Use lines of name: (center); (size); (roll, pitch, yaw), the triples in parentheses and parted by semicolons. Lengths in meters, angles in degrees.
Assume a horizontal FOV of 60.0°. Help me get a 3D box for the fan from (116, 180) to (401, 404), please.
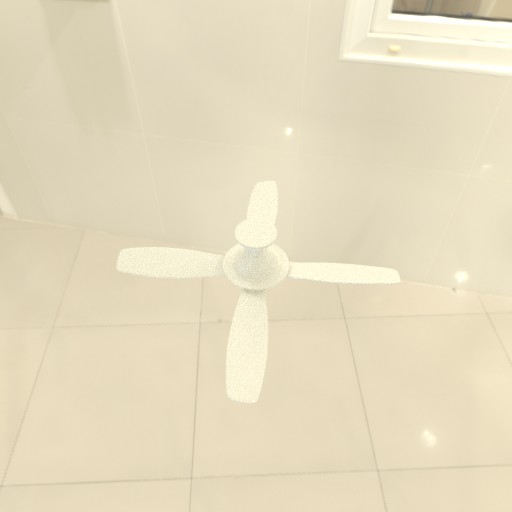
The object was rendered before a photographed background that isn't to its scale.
fan: (0.000, 0.000, 2.582); (1.694, 0.382, 1.693); (3, 47, 3)
